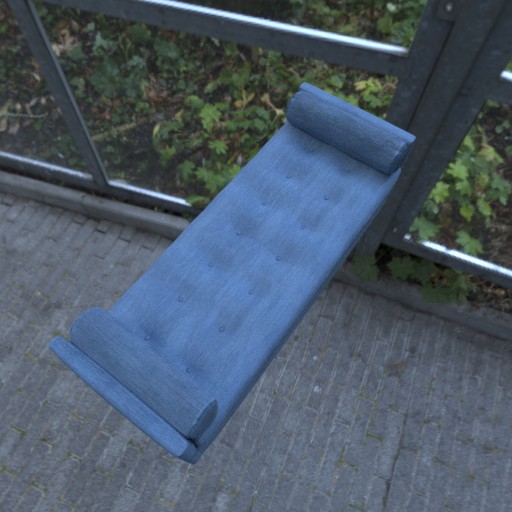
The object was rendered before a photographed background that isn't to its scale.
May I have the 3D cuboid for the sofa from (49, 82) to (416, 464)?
[{"bbox_3d":[0.000,0.000,2.500,0.796,0.705,2.102,33,67,16],"label":"sofa"}]
